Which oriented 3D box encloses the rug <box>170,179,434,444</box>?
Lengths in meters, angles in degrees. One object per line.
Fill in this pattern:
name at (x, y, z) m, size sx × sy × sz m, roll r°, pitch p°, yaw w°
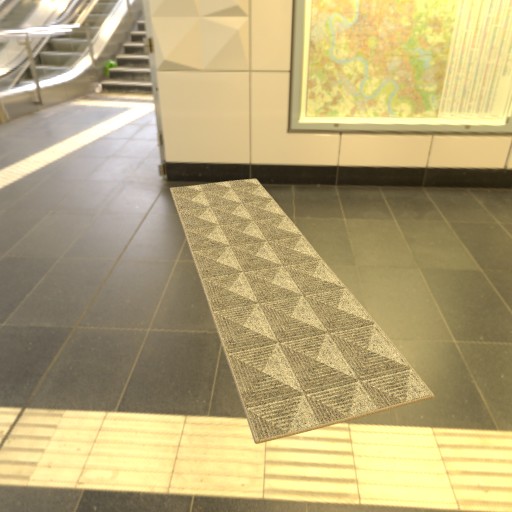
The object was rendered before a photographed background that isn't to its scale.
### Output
rug at (0.000, 0.000, 2.327) m, size 0.645 × 0.015 × 2.182 m, roll -8°, pitch 31°, yaw -14°
